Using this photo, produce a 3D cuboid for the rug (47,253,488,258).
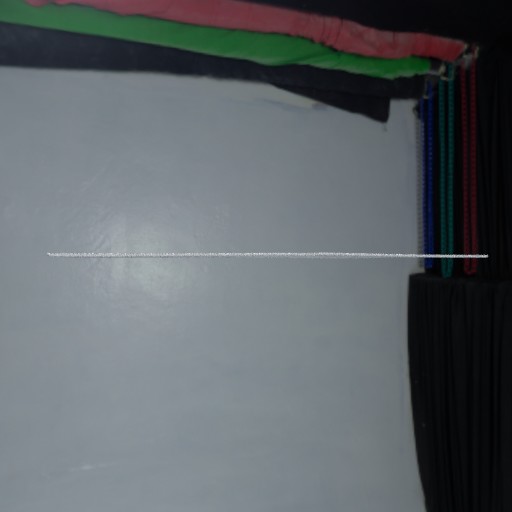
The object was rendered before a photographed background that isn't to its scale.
[{"bbox_3d":[0.000,0.000,2.212,1.773,0.021,1.149,0,-1,-18],"label":"rug"}]
